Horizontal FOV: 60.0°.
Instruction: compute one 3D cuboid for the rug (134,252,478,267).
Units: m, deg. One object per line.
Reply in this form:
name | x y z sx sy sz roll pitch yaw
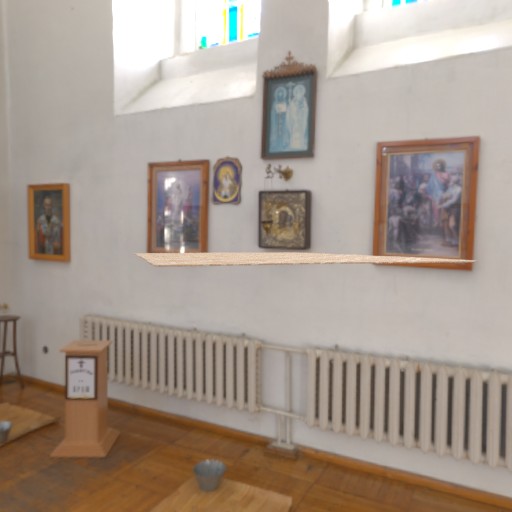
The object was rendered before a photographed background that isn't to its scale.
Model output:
rug | 0.000 0.000 2.244 1.146 0.010 1.745 0 2 -17
